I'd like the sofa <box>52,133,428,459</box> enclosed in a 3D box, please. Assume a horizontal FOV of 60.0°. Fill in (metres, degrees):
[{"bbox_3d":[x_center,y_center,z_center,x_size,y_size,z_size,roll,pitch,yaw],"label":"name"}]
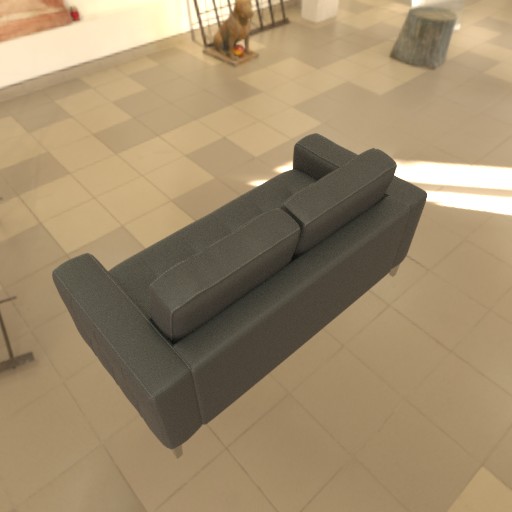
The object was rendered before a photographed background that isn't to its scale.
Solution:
[{"bbox_3d":[0.000,0.000,2.244,1.726,0.893,0.833,-33,55,-27],"label":"sofa"}]
